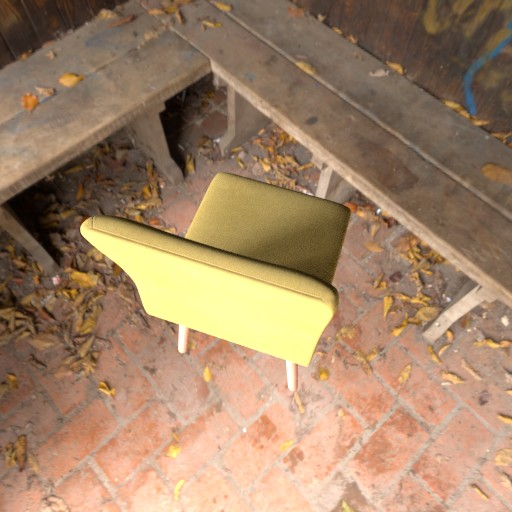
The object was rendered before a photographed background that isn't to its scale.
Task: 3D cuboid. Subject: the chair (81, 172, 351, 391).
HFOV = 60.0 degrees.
[{"bbox_3d":[0.000,0.000,1.242,0.450,0.965,0.550,17,65,8],"label":"chair"}]
